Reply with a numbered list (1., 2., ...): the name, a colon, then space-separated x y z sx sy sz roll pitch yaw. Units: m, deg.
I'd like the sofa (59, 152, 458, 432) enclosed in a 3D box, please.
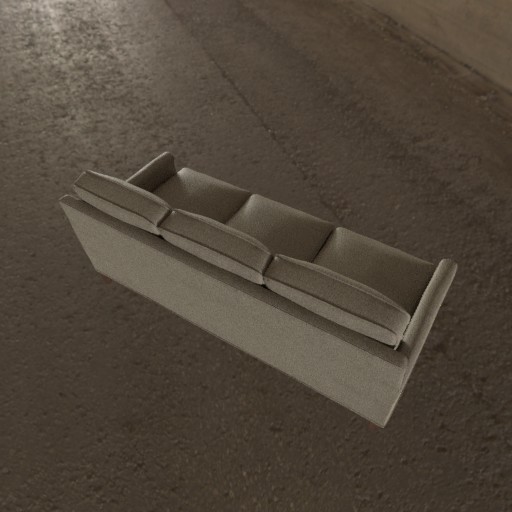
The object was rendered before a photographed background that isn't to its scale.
1. sofa: 0.000 0.000 2.833 2.246 1.003 1.084 24 50 22
